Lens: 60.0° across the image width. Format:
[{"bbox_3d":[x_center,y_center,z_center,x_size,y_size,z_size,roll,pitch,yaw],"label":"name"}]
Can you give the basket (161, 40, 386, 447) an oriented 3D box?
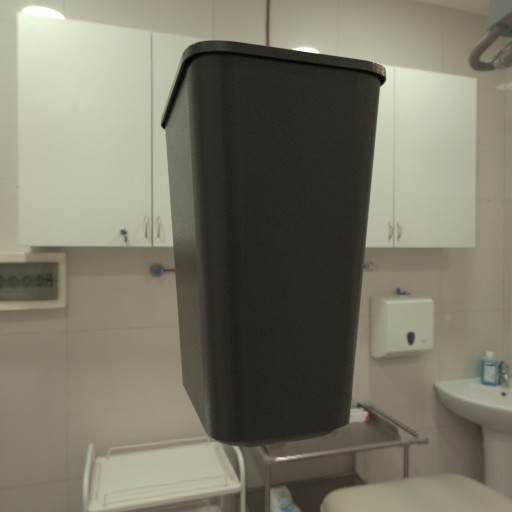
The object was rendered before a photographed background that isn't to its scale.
[{"bbox_3d":[0.000,0.000,0.747,0.287,0.521,0.394,0,1,-17],"label":"basket"}]
